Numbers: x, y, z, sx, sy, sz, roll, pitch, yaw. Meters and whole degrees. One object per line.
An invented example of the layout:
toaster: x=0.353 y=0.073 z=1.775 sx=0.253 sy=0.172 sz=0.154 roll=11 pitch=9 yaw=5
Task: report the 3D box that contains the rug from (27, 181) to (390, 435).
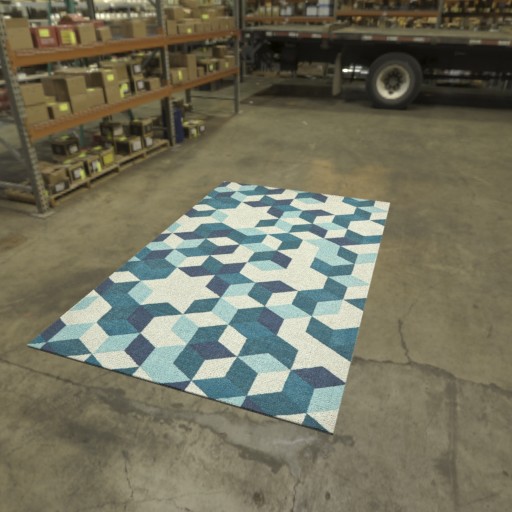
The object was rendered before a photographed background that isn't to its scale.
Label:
rug: x=0.000 y=0.000 z=2.948 sx=1.518 sy=0.015 sz=2.438 roll=10 pitch=31 yaw=17
